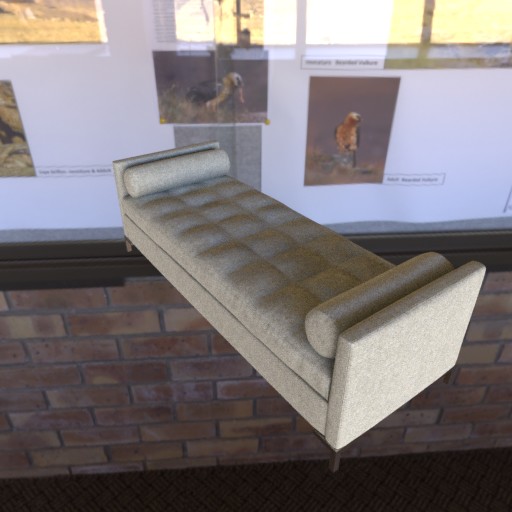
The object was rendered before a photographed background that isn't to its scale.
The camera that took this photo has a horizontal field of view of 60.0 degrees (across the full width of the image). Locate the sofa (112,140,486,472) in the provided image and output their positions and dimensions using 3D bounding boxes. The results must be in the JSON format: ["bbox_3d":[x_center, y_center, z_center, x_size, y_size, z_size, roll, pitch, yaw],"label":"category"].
[{"bbox_3d":[0.000,0.000,2.449,0.797,0.657,2.102,-21,37,-30],"label":"sofa"}]
